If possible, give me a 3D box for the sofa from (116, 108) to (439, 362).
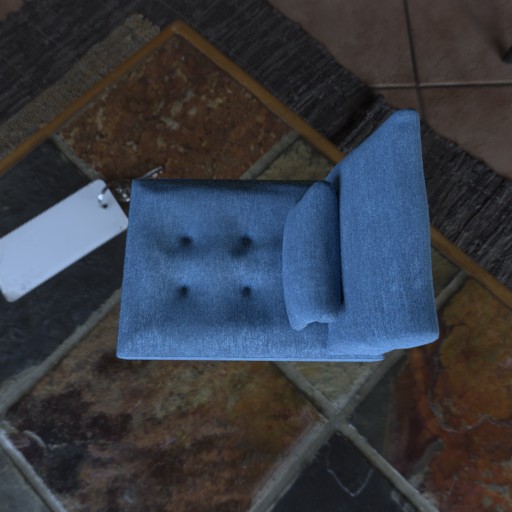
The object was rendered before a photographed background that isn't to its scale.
[{"bbox_3d":[0.000,0.000,1.564,1.000,0.820,0.700,1,75,0],"label":"sofa"}]
